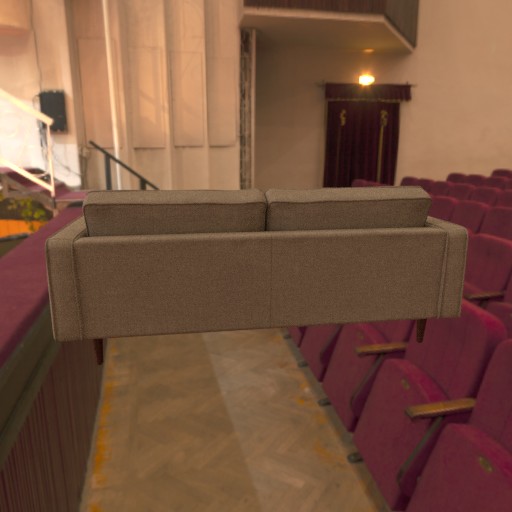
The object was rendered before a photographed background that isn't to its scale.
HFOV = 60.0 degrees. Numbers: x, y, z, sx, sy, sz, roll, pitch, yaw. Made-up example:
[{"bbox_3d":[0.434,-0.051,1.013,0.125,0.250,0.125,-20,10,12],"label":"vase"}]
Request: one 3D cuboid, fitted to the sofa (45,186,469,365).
[{"bbox_3d":[0.000,0.000,2.361,1.879,0.762,0.914,-2,14,-8],"label":"sofa"}]
